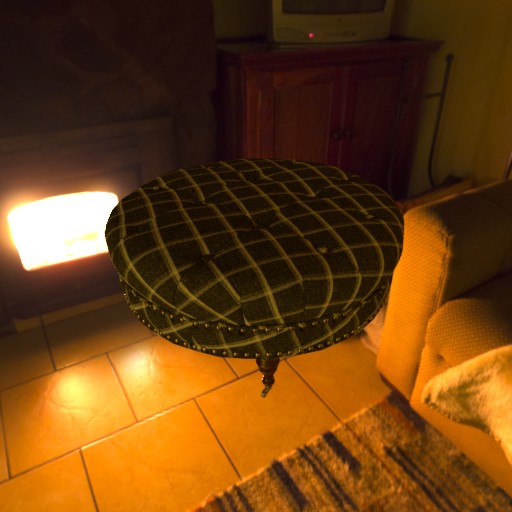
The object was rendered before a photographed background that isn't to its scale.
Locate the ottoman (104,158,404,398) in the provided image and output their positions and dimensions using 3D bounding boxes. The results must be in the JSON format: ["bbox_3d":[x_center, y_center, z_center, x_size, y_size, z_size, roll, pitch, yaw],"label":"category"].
[{"bbox_3d":[0.000,0.000,1.436,0.901,0.439,0.901,0,31,0],"label":"ottoman"}]
